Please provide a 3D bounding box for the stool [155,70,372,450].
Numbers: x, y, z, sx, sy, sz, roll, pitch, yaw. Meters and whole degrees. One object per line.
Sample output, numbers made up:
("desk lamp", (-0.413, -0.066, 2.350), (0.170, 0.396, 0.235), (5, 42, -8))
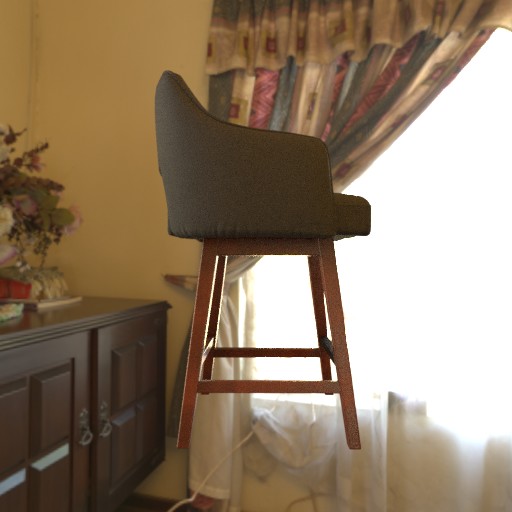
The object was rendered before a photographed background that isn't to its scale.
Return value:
("stool", (0.000, 0.000, 1.261), (0.558, 0.912, 0.548), (0, 0, 1))
